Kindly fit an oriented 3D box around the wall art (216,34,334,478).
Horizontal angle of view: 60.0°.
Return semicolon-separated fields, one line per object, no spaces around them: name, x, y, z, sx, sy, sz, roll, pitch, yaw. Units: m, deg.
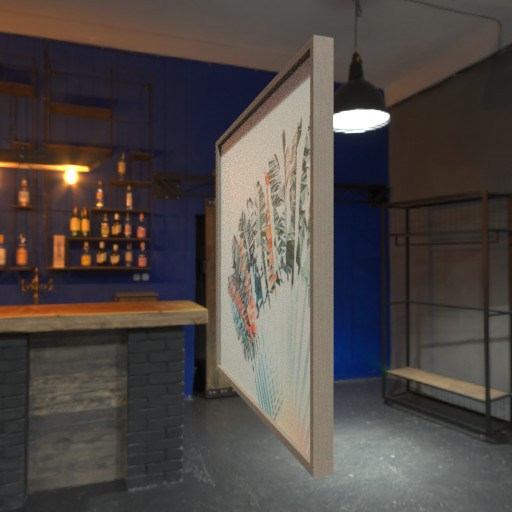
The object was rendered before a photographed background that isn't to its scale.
wall art;0.000;0.000;1.127;0.038;0.758;0.761;0;0;-18
